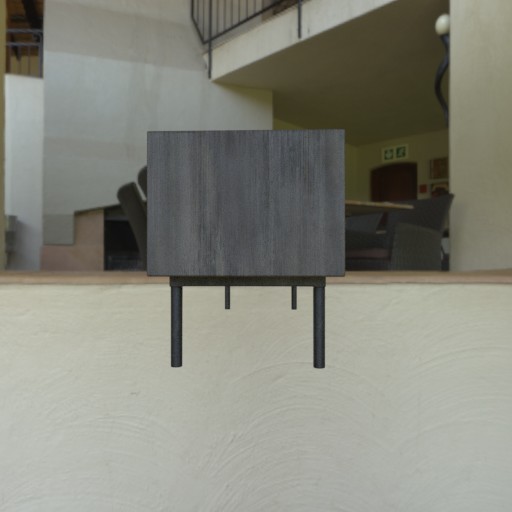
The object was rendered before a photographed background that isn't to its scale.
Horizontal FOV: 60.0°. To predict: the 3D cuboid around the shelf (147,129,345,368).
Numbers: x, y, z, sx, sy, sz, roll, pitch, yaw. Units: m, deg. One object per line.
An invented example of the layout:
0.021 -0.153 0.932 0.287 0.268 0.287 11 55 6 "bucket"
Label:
0.000 0.000 1.530 0.400 0.495 1.300 0 0 2 "shelf"
